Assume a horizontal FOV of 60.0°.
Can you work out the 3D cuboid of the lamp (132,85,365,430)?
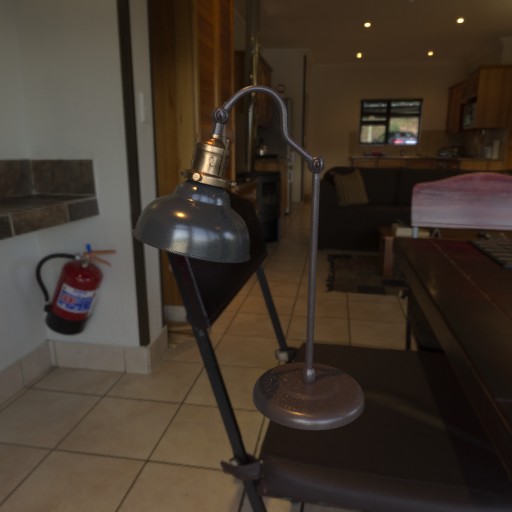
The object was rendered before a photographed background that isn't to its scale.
[{"bbox_3d":[0.000,0.000,0.699,0.374,0.508,0.192,-2,13,-9],"label":"lamp"}]
